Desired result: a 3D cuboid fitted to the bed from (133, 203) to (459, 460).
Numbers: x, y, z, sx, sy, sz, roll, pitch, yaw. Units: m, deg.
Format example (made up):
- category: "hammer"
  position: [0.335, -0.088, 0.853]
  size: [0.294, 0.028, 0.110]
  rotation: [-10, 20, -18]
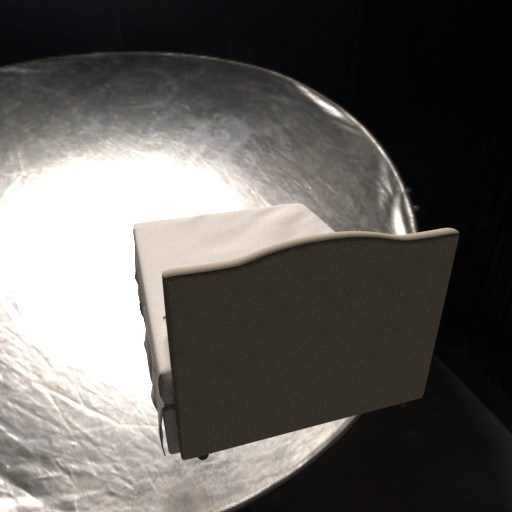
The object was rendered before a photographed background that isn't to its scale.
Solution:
- category: "bed"
  position: [0.000, 0.000, 3.652]
  size: [1.977, 1.437, 2.477]
  rotation: [-8, 29, -15]
